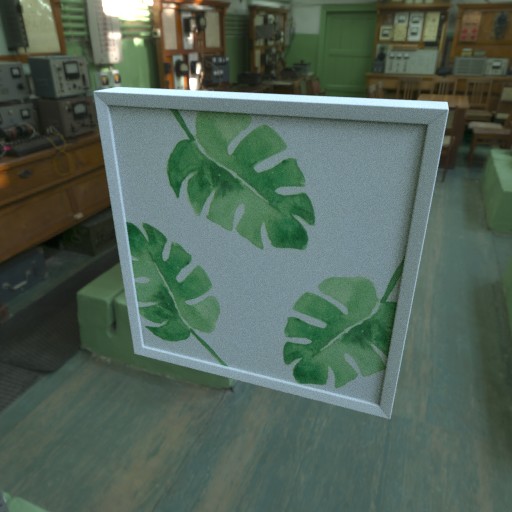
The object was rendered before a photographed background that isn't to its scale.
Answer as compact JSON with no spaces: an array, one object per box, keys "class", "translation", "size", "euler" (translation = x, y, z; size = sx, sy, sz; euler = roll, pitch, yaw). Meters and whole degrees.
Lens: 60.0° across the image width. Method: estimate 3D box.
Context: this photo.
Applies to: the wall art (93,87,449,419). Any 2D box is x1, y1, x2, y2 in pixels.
[{"class":"wall art","translation":[0.000,0.000,0.446],"size":[0.305,0.305,0.038],"euler":[9,28,18]}]
